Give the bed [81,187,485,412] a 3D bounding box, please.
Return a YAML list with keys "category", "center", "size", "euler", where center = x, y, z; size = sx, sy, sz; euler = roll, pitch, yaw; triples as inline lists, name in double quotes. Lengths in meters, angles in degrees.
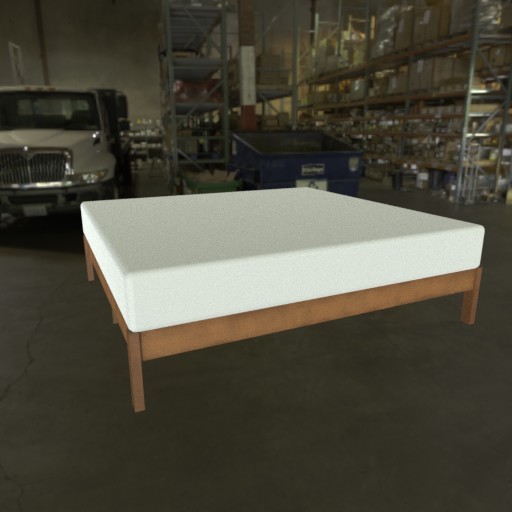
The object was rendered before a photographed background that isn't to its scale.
- category: "bed"
  center: [0.000, 0.000, 3.043]
  size: [2.049, 0.616, 1.930]
  euler: [-8, 18, -25]
